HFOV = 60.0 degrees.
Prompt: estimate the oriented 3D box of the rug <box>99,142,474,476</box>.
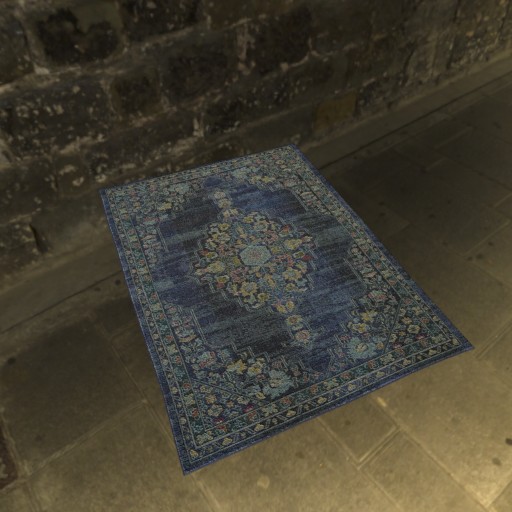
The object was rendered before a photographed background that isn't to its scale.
[{"bbox_3d":[0.000,0.000,4.730,2.716,0.035,3.612,-17,49,-16],"label":"rug"}]
